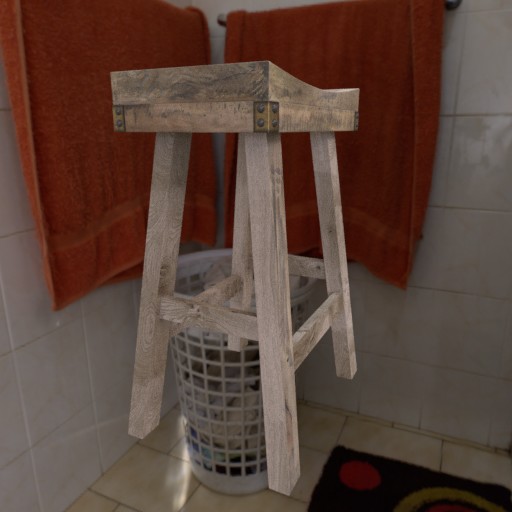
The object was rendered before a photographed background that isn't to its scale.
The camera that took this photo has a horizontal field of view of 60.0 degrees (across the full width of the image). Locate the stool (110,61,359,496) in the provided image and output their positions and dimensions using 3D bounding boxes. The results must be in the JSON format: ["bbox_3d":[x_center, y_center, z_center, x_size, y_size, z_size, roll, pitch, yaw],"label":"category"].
[{"bbox_3d":[0.000,0.000,0.864,0.330,0.635,0.450,8,18,25],"label":"stool"}]
